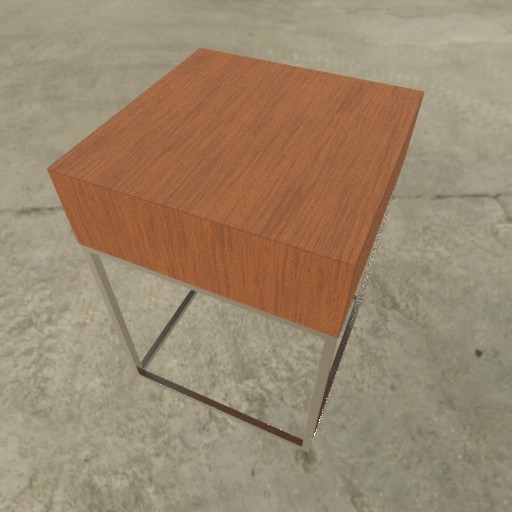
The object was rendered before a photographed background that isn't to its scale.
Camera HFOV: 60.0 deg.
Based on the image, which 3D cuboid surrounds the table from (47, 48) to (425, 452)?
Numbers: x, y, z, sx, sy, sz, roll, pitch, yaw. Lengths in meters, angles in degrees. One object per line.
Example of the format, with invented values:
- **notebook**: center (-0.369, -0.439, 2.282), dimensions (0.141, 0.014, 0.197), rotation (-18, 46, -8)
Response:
- **table**: center (0.000, 0.000, 0.821), dimensions (0.398, 0.540, 0.397), rotation (18, 50, 16)
